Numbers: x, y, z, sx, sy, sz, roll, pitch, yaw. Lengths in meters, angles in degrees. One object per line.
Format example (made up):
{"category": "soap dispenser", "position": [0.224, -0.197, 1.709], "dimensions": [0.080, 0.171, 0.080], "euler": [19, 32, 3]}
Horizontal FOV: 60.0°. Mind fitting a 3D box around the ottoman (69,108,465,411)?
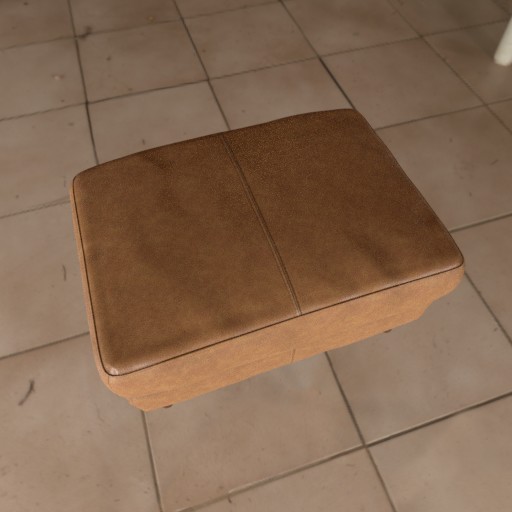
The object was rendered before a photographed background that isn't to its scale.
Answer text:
{"category": "ottoman", "position": [0.000, 0.000, 1.224], "dimensions": [0.869, 0.461, 0.630], "euler": [-16, 58, -10]}
